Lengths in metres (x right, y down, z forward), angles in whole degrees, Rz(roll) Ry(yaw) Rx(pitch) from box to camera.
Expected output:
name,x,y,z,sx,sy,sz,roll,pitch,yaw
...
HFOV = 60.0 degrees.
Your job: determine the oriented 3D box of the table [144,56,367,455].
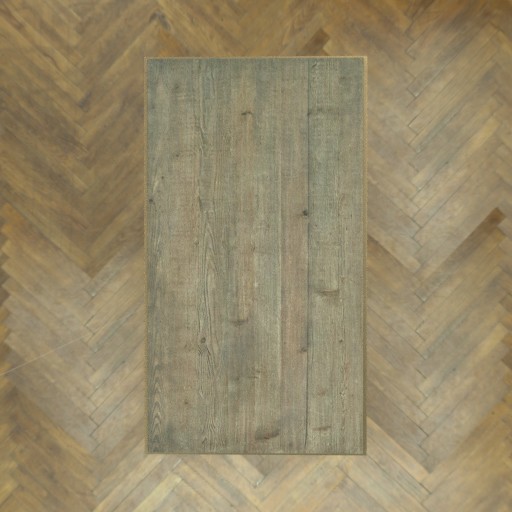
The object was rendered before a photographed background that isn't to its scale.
name,x,y,z,sx,sy,sz,roll,pitch,yaw
table,0.000,0.000,1.739,0.775,0.468,1.387,0,90,1
